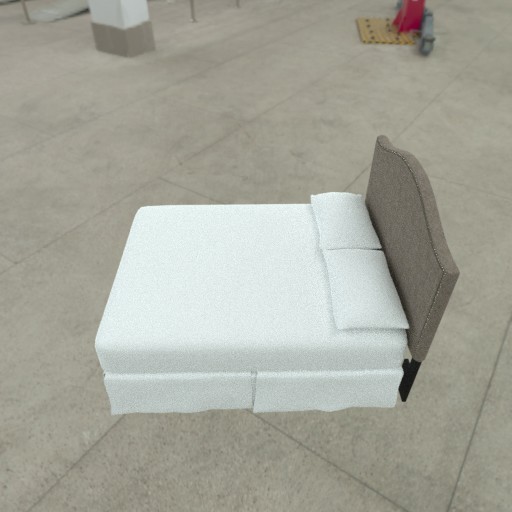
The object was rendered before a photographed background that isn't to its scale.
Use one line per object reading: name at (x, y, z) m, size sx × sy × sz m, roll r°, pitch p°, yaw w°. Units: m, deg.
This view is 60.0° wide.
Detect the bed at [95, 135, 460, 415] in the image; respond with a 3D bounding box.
bed at (0.000, 0.000, 3.305) m, size 2.153 × 1.518 × 1.713 m, roll -1°, pitch 41°, yaw -1°
